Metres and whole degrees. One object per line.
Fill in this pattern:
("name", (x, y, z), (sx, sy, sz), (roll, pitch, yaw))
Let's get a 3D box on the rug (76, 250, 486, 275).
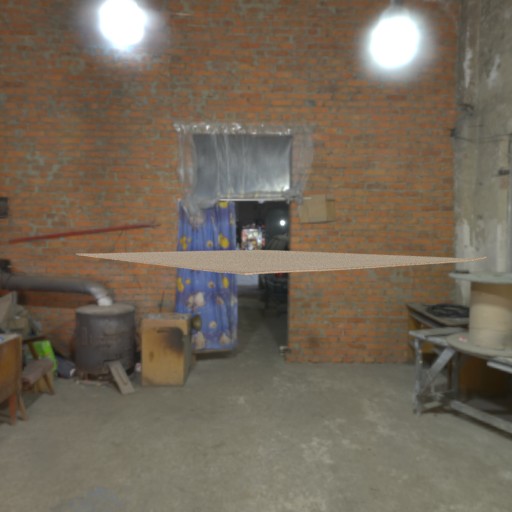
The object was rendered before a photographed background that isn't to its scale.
("rug", (0.000, 0.000, 3.884), (2.277, 0.035, 2.897), (-2, 3, -37))
